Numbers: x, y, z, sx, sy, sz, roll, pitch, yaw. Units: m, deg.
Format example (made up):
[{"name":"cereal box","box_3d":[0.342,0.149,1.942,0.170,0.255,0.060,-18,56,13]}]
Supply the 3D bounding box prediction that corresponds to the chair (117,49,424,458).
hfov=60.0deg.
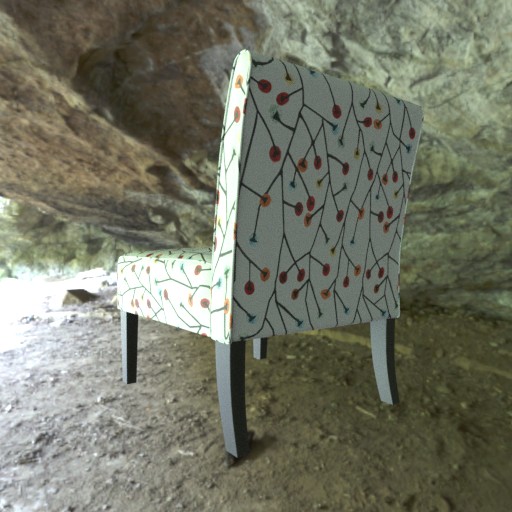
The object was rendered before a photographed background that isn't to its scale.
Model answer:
[{"name":"chair","box_3d":[0.000,0.000,1.300,0.597,0.813,0.732,-1,1,-36]}]
